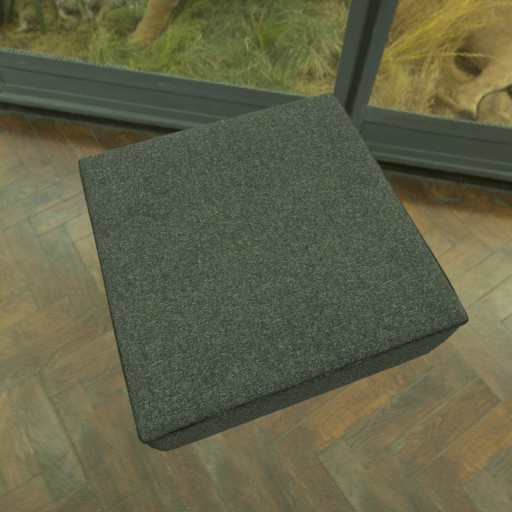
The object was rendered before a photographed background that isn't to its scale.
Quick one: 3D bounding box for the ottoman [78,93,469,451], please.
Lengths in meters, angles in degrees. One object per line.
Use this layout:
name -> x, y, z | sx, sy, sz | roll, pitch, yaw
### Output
ottoman -> 0.000, 0.000, 1.588 | 1.017, 0.423, 1.021 | -17, 64, -9
